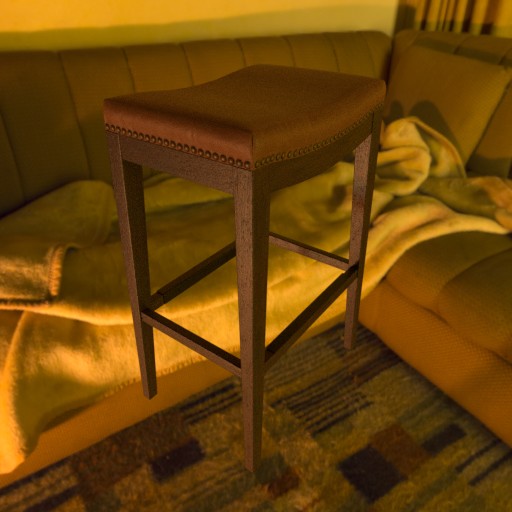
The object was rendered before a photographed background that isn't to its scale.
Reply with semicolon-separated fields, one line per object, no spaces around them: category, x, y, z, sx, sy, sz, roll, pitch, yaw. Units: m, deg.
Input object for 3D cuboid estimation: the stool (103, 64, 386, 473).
stool;0.000;0.000;1.037;0.361;0.759;0.500;22;38;30
